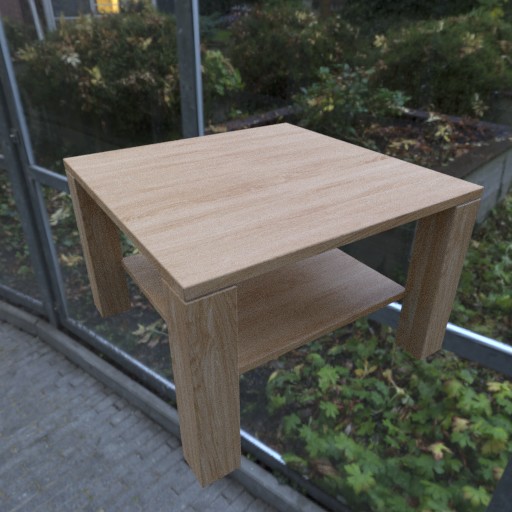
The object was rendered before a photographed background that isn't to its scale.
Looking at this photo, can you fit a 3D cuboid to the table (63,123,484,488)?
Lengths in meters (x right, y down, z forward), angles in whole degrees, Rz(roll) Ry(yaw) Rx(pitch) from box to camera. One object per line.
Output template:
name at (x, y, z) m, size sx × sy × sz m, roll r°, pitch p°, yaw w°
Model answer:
table at (0.000, 0.000, 1.137) m, size 0.700 × 0.450 × 0.700 m, roll -18°, pitch 34°, yaw -29°
